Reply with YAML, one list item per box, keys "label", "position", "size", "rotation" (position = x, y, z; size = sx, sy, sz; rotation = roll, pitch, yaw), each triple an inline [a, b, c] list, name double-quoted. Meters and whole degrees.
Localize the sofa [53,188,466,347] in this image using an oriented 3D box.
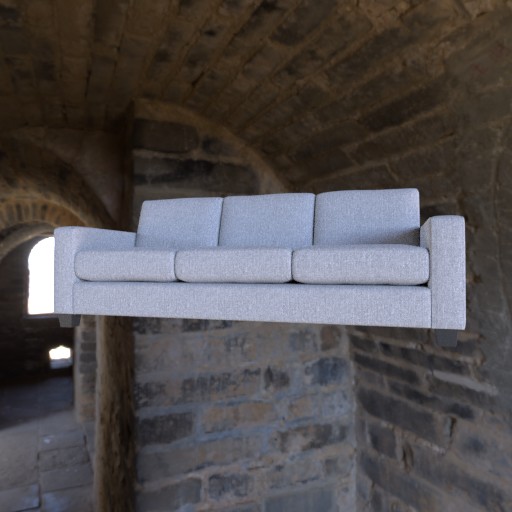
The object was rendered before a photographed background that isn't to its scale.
- label: "sofa"
  position: [0.000, 0.000, 2.591]
  size: [2.120, 0.800, 0.900]
  rotation: [0, -1, 17]
